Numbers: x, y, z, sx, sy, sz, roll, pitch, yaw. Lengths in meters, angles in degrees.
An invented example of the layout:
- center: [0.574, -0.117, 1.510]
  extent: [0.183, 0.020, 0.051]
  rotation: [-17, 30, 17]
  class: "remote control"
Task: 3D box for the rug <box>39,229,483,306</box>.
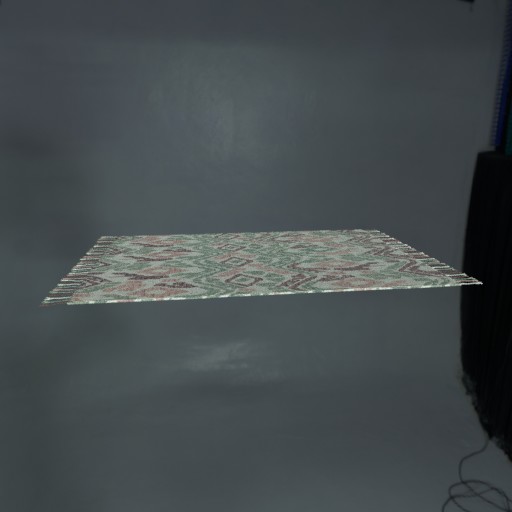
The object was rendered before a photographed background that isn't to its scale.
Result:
- center: [0.000, 0.000, 2.360]
  extent: [1.829, 0.010, 1.219]
  rotation: [-2, 15, -8]
  class: "rug"
